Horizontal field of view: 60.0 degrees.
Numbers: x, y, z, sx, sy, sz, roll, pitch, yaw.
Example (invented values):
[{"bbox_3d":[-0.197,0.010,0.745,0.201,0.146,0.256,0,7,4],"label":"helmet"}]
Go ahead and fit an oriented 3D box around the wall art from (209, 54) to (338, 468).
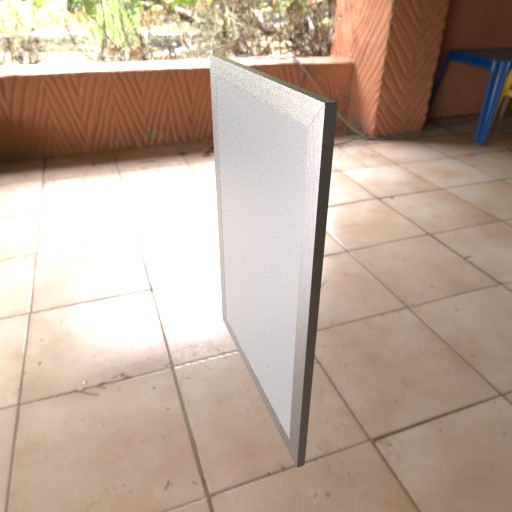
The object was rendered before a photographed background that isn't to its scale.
[{"bbox_3d":[0.000,0.000,0.681,0.013,0.529,0.376,-11,33,-18],"label":"wall art"}]
